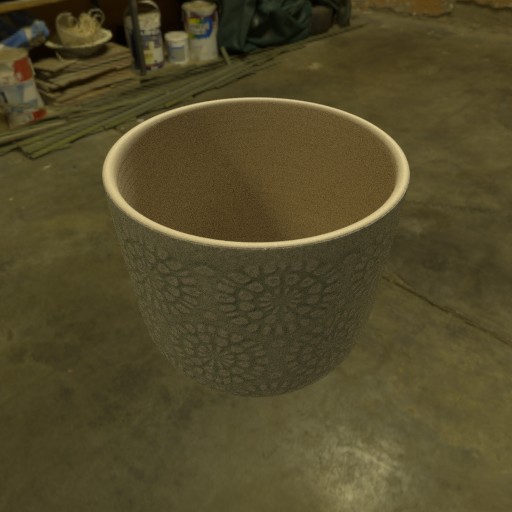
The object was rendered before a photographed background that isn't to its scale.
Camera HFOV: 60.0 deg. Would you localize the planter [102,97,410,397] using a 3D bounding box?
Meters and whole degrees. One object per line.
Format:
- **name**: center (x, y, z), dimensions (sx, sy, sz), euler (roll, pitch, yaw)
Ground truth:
- **planter**: center (0.000, 0.000, 0.300), dimensions (0.169, 0.153, 0.169), euler (0, 41, 0)
